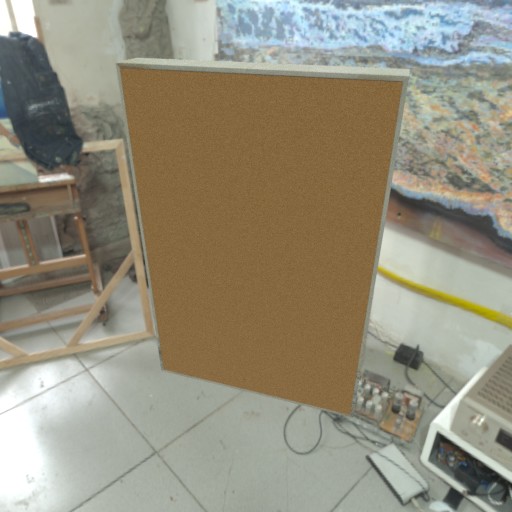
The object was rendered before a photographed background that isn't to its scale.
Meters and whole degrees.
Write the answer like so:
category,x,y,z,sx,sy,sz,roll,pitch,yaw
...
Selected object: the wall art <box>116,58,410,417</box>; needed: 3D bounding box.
category,x,y,z,sx,sy,sz,roll,pitch,yaw
wall art,0.000,0.000,0.479,0.254,0.381,0.038,9,32,15
